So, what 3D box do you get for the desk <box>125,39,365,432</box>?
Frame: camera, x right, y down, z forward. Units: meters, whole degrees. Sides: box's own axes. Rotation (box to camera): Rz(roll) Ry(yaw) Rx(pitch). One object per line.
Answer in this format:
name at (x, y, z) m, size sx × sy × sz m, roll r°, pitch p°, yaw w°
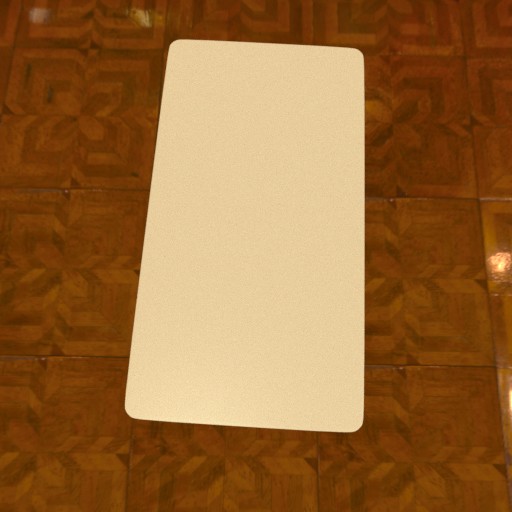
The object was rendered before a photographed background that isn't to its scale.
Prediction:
desk at (0.000, 0.000, 1.340) m, size 0.475 × 0.763 × 0.877 m, roll 3°, pitch 76°, yaw 1°
